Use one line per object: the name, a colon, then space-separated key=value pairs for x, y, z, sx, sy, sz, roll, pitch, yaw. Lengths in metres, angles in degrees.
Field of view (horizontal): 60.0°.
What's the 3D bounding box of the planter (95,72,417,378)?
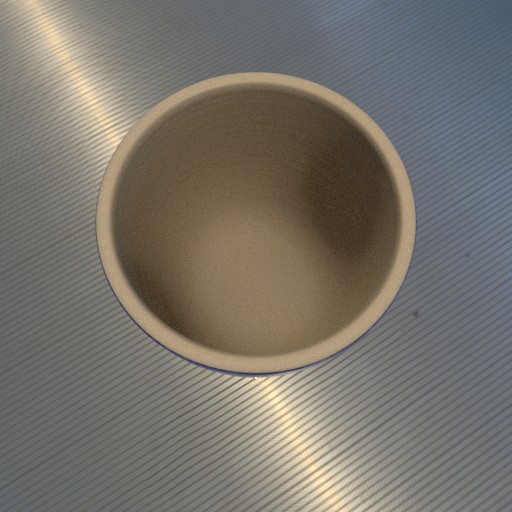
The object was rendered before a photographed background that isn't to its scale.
planter: x=0.000 y=0.000 z=0.348 sx=0.184 sy=0.206 sz=0.184 roll=0 pitch=75 yaw=0
